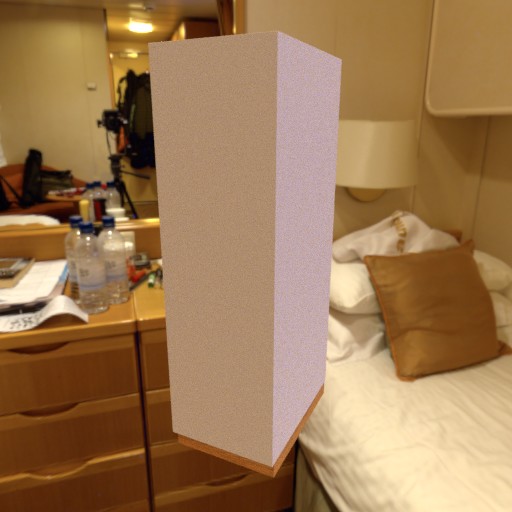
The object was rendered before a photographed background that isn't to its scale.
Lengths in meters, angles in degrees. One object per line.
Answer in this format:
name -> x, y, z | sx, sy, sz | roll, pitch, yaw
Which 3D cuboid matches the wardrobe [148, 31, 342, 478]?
wardrobe -> 0.000, 0.000, 2.420 | 0.600, 2.040, 0.860 | 8, 18, 25
